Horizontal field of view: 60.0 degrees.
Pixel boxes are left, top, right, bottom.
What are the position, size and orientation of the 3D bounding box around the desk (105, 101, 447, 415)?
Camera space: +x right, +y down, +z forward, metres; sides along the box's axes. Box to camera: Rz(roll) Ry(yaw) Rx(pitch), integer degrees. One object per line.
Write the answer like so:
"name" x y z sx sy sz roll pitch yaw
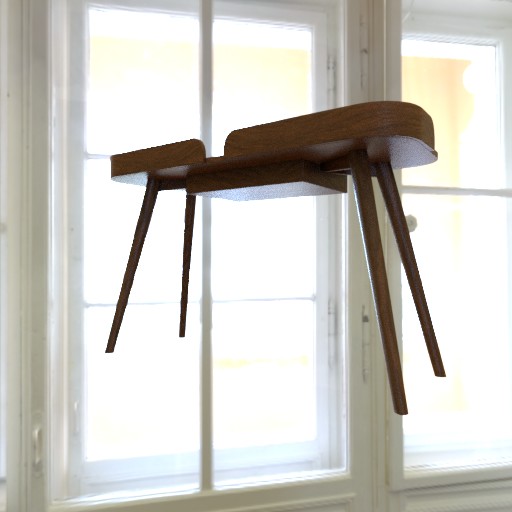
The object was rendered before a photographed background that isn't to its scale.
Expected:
"desk" 0.000 0.000 1.650 1.256 0.800 0.486 0 0 35
